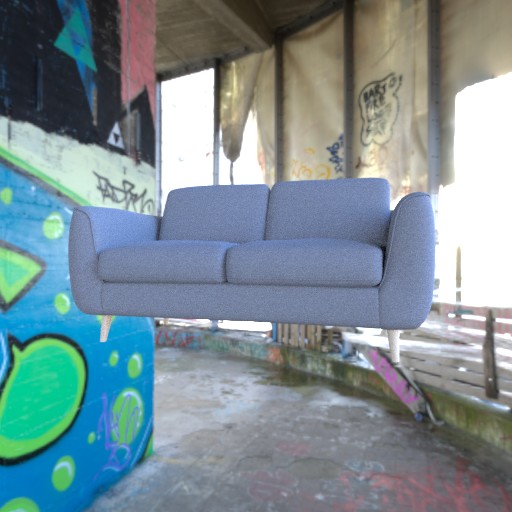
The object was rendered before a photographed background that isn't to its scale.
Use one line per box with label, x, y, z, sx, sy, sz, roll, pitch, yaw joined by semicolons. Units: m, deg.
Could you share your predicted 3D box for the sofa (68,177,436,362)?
sofa;0.000;0.000;2.289;1.700;0.850;0.920;0;0;18
